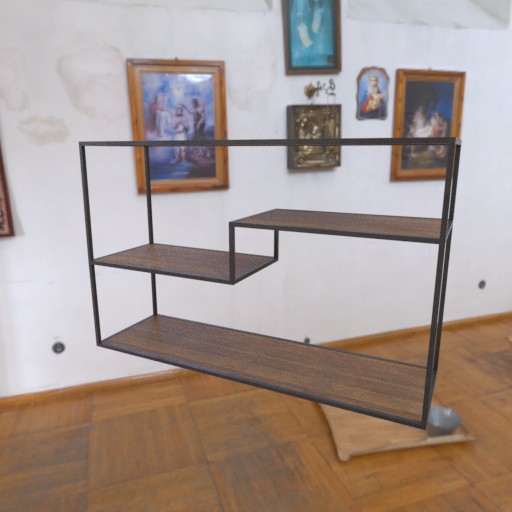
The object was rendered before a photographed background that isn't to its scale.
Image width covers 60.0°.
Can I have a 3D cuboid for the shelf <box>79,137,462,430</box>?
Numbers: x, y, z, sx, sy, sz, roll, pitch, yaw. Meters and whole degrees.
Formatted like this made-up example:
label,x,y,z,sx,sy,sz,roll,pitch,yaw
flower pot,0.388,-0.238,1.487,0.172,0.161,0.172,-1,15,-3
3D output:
label,x,y,z,sx,sy,sz,roll,pitch,yaw
shelf,0.000,0.000,1.522,1.201,0.765,0.361,7,15,25
